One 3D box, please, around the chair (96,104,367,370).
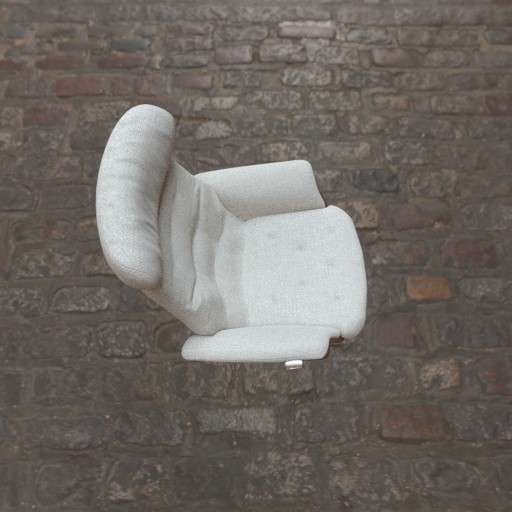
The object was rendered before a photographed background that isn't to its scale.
[{"bbox_3d":[0.000,0.000,1.568,0.837,0.995,0.785,-1,64,0],"label":"chair"}]
